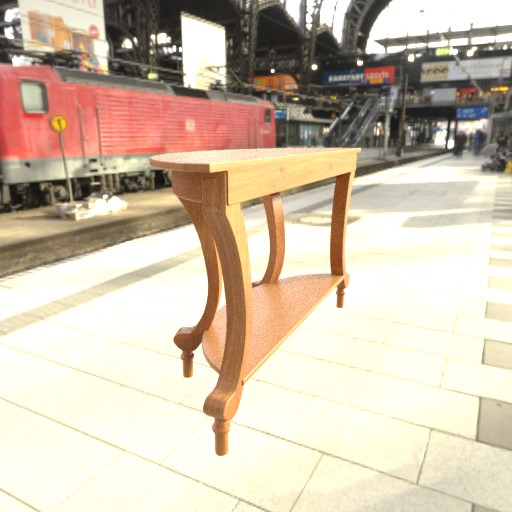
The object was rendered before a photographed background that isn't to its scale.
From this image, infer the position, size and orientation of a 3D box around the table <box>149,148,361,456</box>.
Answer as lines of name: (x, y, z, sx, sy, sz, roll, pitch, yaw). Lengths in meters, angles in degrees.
table: (0.000, 0.000, 1.512, 0.394, 0.692, 1.198, 7, 17, 25)
